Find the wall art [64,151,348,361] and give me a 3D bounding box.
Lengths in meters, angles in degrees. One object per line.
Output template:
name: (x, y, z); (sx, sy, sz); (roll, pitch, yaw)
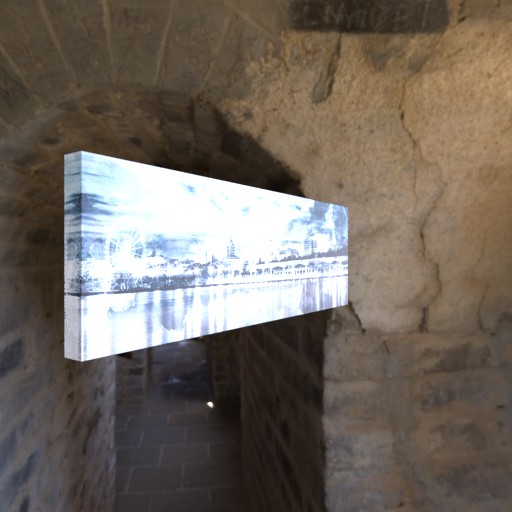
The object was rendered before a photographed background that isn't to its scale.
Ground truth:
wall art: (0.000, 0.000, 0.845); (0.037, 0.251, 0.759); (0, 0, 36)
